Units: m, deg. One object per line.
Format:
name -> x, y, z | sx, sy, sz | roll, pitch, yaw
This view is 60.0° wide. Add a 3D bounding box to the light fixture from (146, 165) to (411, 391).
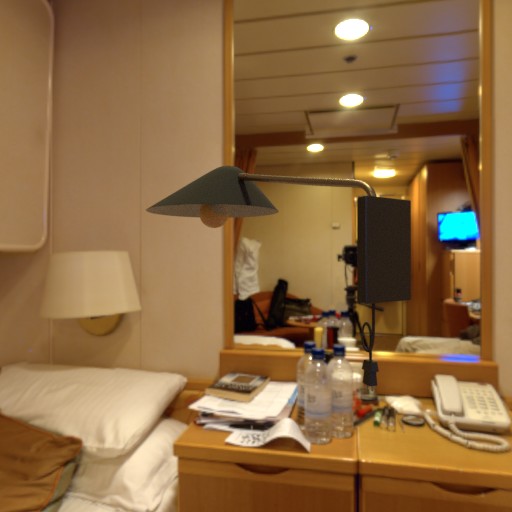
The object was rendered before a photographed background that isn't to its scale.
light fixture -> 0.000, 0.000, 0.698 | 0.240, 0.312, 0.516 | 0, 0, -35
